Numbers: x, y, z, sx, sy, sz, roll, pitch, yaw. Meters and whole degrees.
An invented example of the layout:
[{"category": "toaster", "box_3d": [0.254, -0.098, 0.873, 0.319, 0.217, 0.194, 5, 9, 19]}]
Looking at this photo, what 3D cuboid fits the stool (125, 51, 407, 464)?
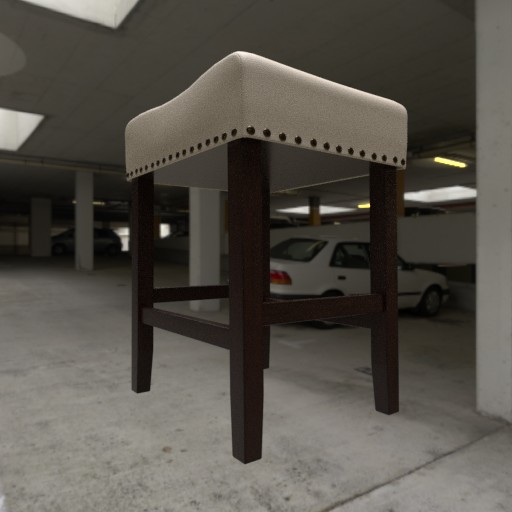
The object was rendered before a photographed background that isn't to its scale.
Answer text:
[{"category": "stool", "box_3d": [0.000, 0.000, 0.930, 0.401, 0.609, 0.471, 0, 0, -37]}]
